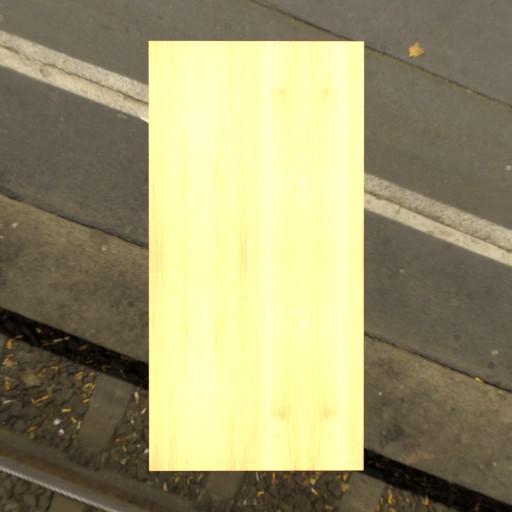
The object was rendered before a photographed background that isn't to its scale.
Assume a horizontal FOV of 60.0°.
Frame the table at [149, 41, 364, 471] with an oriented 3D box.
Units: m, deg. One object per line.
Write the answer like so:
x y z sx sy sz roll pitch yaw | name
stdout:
0.000 0.000 2.233 0.900 0.750 1.800 0 90 0 | table
